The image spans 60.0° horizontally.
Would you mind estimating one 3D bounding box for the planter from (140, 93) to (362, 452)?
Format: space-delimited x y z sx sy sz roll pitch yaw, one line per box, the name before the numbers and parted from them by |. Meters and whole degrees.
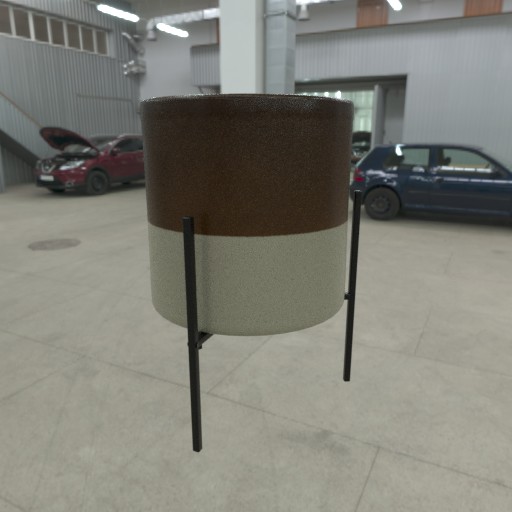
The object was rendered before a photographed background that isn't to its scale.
planter | 0.000 0.000 0.573 0.269 0.375 0.255 -2 15 -8
